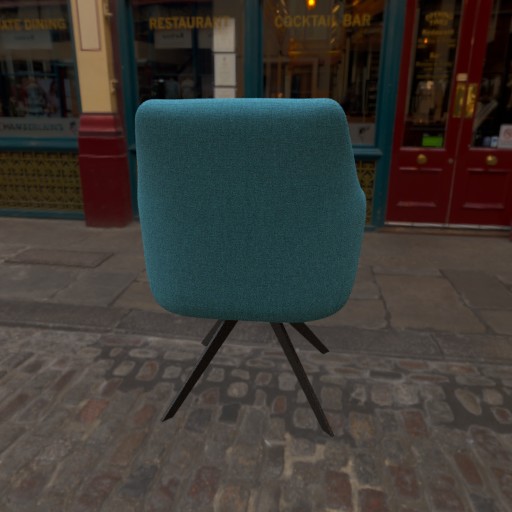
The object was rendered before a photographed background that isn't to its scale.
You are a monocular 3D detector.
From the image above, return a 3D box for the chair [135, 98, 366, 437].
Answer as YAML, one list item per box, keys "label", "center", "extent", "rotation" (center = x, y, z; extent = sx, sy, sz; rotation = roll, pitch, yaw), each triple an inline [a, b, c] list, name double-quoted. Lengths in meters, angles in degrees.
- label: "chair"
  center: [0.000, 0.000, 1.343]
  extent: [0.642, 0.874, 0.677]
  rotation: [2, 17, 7]
